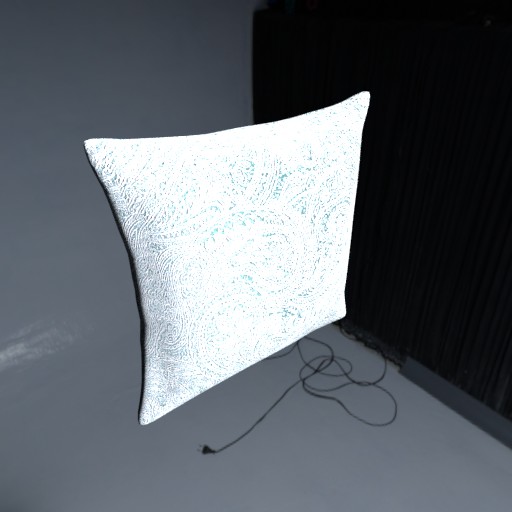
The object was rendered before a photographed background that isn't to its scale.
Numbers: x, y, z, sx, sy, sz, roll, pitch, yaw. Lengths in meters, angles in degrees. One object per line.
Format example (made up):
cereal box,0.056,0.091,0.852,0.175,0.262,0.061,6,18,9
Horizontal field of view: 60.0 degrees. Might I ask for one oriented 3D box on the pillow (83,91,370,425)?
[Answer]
pillow,0.000,0.000,0.798,0.526,0.507,0.166,-21,36,-32
